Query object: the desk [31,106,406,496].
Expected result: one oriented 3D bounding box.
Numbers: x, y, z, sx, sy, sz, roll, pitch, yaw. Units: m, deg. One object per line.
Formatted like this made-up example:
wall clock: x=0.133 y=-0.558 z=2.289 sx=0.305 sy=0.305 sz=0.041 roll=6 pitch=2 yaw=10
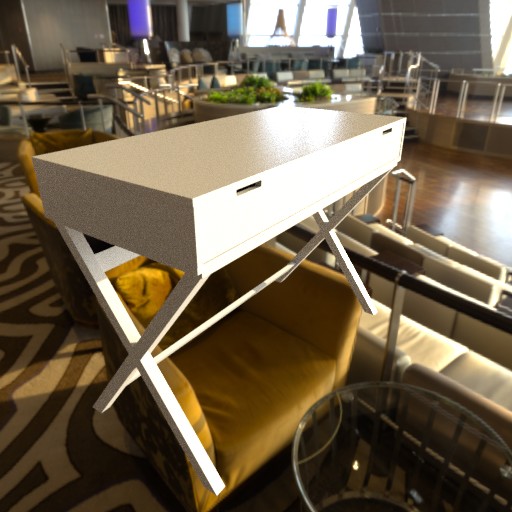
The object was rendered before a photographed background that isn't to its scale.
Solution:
desk: x=0.000 y=0.000 z=1.438 sx=0.509 sy=0.780 sz=1.059 roll=18 pitch=31 yaw=32
